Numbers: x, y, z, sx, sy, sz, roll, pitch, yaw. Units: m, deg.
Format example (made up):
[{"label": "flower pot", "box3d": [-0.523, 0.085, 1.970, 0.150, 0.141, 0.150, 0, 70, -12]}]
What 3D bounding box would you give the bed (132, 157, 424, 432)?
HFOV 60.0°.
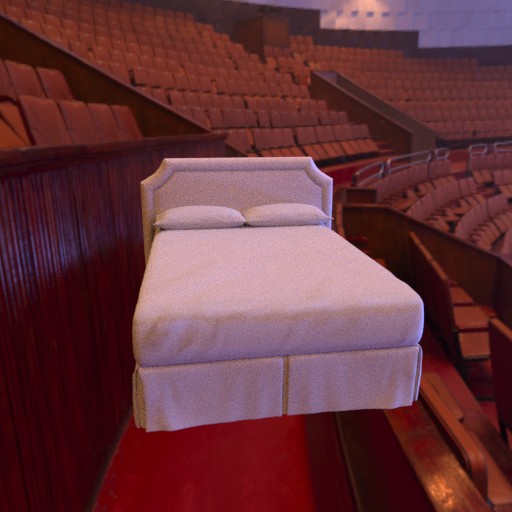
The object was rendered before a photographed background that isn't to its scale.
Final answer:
[{"label": "bed", "box3d": [0.000, 0.000, 3.330, 1.828, 1.297, 2.164, -3, 17, -8]}]
